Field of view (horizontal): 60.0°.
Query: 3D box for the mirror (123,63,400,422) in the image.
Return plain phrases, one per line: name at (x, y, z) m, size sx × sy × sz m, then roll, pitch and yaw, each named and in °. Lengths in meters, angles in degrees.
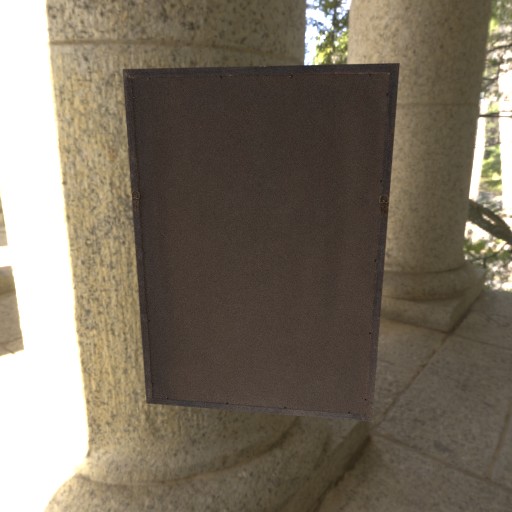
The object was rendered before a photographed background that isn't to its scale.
mirror at (0.000, 0.000, 1.253) m, size 0.705 × 0.996 × 0.025 m, roll 2°, pitch 15°, yaw 8°
